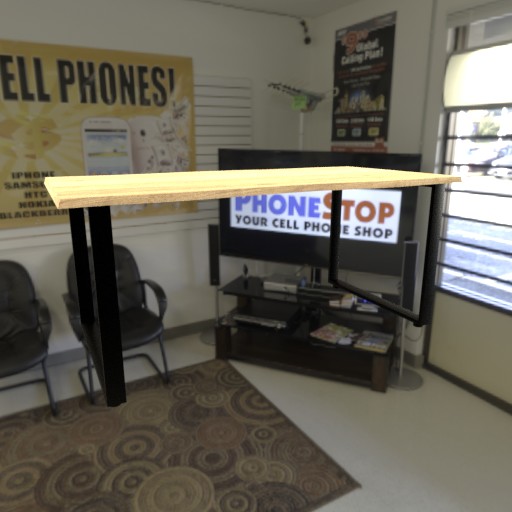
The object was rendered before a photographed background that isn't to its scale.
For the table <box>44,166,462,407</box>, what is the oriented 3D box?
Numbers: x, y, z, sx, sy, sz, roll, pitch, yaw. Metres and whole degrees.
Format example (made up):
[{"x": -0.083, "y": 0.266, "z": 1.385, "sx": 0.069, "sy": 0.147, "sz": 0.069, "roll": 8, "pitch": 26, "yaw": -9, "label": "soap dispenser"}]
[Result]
[{"x": 0.000, "y": 0.000, "z": 2.207, "sx": 1.800, "sy": 0.780, "sz": 0.900, "roll": -8, "pitch": 17, "yaw": -26, "label": "table"}]
